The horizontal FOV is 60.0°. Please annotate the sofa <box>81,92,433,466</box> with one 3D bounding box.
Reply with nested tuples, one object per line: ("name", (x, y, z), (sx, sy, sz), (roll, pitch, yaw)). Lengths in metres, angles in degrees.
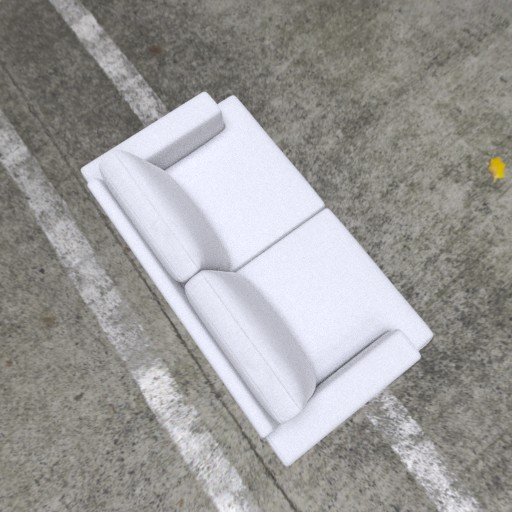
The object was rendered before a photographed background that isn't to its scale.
("sofa", (0.000, 0.000, 2.181), (0.920, 0.810, 1.650), (-35, 78, -9))
